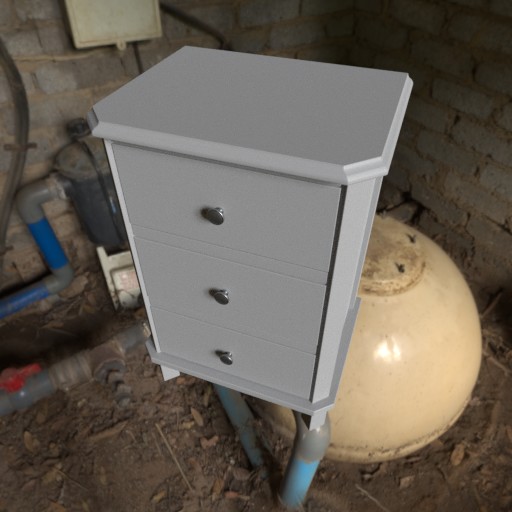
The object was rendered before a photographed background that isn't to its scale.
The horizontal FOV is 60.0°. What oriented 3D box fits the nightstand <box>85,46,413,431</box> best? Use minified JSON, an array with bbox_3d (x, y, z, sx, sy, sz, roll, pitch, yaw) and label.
[{"bbox_3d":[0.000,0.000,0.920,0.450,0.680,0.350,14,44,15],"label":"nightstand"}]
